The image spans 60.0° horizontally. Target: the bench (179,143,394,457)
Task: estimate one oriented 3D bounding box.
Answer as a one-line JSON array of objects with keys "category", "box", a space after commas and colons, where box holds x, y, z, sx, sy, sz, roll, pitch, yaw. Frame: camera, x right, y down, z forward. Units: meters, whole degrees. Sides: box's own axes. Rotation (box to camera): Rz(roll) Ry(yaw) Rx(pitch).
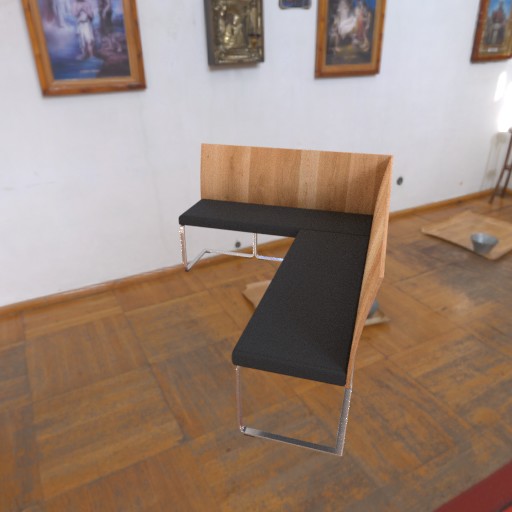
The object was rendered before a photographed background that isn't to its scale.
[{"category": "bench", "box": [0.000, 0.000, 2.755, 1.495, 0.930, 1.945, 7, 26, 15]}]
